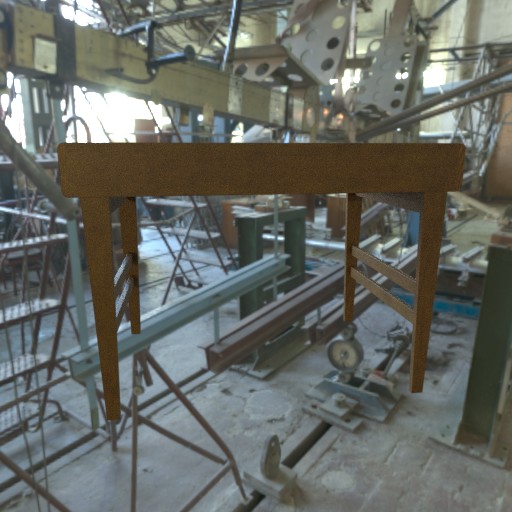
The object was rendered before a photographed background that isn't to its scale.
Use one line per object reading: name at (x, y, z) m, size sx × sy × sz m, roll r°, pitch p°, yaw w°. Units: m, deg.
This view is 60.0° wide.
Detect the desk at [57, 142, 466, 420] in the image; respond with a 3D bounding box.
desk at (0.000, 0.000, 1.541) m, size 1.066 × 0.754 × 0.660 m, roll -2°, pitch 14°, yaw -9°
